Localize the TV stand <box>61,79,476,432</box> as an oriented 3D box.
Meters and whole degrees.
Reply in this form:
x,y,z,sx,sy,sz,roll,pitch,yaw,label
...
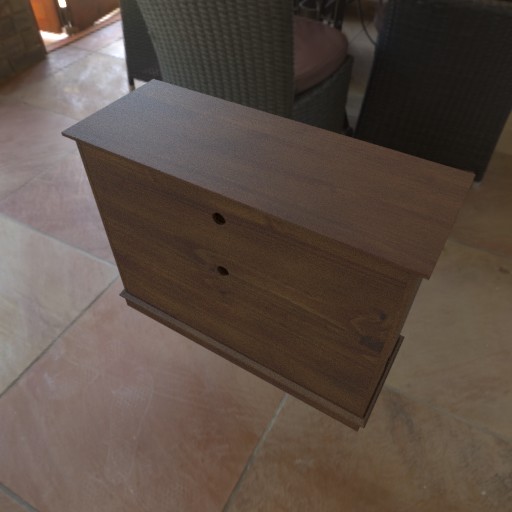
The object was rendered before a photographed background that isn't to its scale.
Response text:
x,y,z,sx,sy,sz,roll,pitch,yaw,label
0.000,0.000,1.496,1.067,0.813,0.406,24,50,21,TV stand
